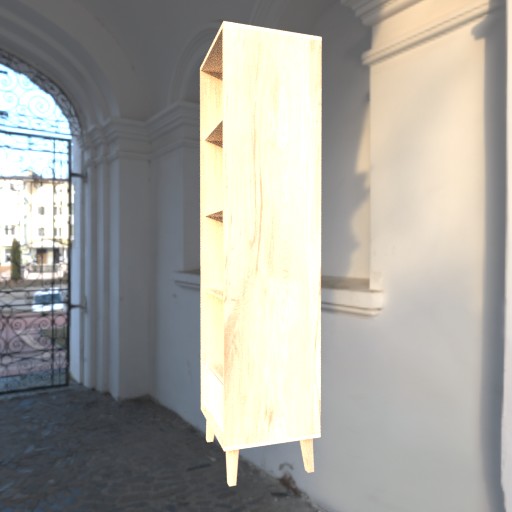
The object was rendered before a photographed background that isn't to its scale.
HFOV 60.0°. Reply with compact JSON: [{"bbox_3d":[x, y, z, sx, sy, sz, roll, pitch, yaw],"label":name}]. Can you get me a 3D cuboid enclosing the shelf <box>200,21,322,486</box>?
[{"bbox_3d":[0.000,0.000,2.168,0.450,1.960,0.510,0,1,-18],"label":"shelf"}]
